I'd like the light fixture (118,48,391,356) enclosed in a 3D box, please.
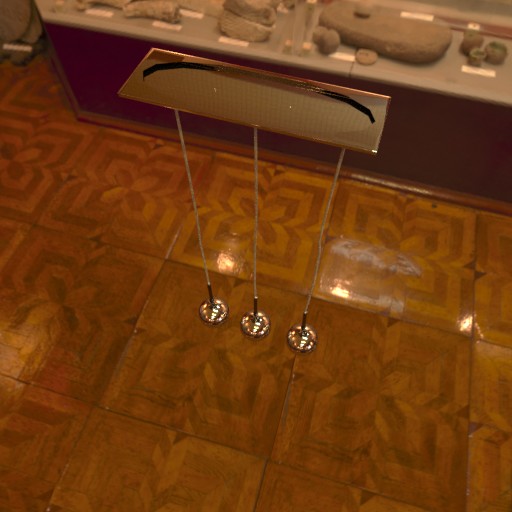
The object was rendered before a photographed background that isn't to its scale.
[{"bbox_3d":[0.000,0.000,1.631,0.623,1.408,0.188,16,59,10],"label":"light fixture"}]
